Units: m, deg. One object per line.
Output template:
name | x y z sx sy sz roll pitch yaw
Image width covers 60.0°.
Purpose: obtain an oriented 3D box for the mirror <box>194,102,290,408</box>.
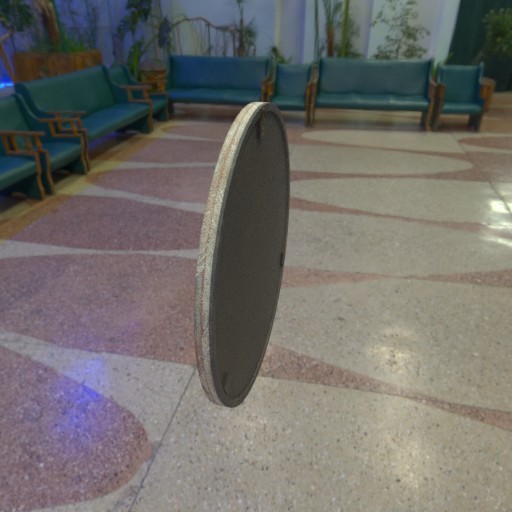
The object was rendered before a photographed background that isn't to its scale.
mirror | 0.000 0.000 1.084 0.038 0.710 0.710 7 30 13
